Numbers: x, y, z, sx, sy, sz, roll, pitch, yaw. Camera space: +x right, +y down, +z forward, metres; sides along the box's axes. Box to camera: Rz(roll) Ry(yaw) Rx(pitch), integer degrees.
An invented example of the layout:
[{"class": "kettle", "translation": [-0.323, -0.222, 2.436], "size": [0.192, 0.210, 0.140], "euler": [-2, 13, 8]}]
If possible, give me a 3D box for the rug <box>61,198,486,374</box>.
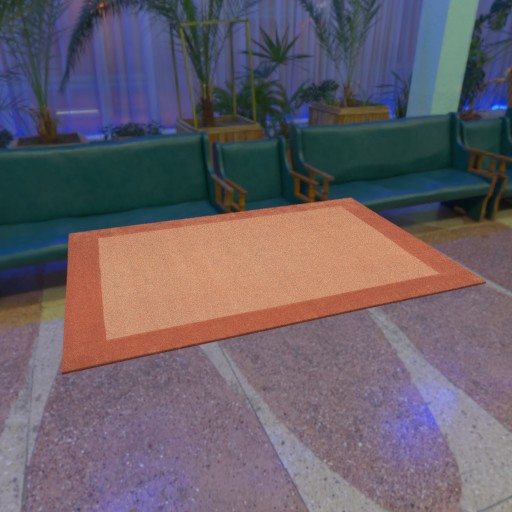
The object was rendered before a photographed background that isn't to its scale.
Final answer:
[{"class": "rug", "translation": [0.000, 0.000, 2.284], "size": [1.829, 0.014, 1.219], "euler": [-9, 28, -17]}]
